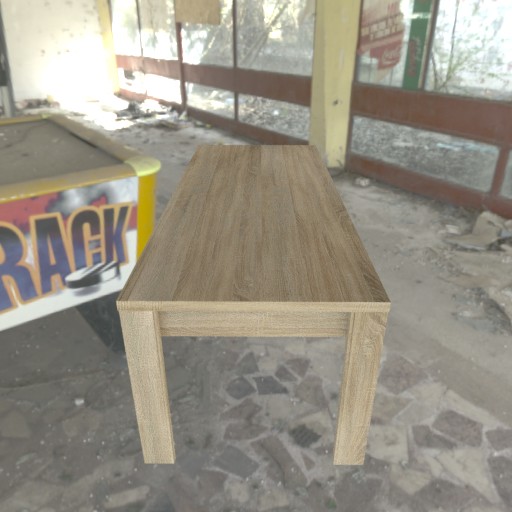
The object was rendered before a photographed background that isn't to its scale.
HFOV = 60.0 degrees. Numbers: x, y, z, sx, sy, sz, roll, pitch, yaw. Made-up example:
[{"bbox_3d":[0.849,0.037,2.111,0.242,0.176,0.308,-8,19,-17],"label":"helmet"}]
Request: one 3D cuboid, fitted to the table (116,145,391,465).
[{"bbox_3d":[0.000,0.000,2.609,0.900,0.790,2.200,0,27,0],"label":"table"}]
